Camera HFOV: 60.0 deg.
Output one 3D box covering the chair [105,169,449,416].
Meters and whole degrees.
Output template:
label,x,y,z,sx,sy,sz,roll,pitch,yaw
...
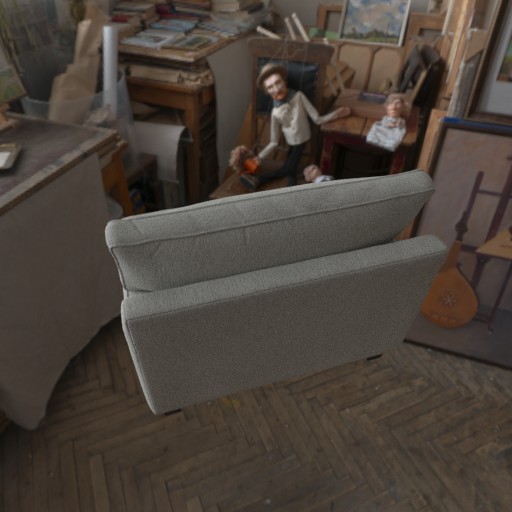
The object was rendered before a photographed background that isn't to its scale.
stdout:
label,x,y,z,sx,sy,sz,roll,pitch,yaw
chair,0.000,0.000,2.067,1.220,1.016,1.041,-11,41,-13
